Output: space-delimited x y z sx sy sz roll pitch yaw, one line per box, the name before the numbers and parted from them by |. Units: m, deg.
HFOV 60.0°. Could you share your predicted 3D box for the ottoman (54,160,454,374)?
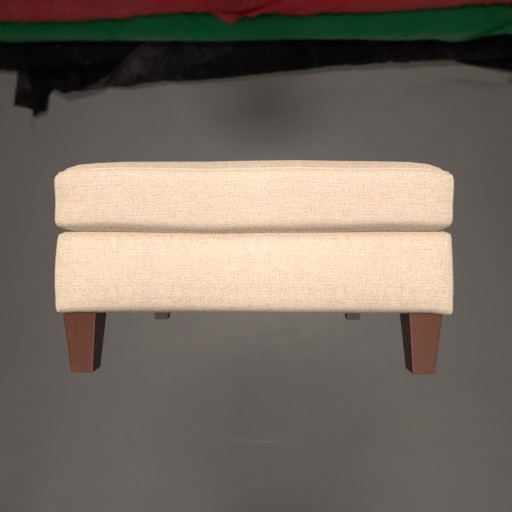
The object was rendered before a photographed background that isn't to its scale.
ottoman | 0.000 0.000 1.310 0.838 0.481 0.838 0 1 1
